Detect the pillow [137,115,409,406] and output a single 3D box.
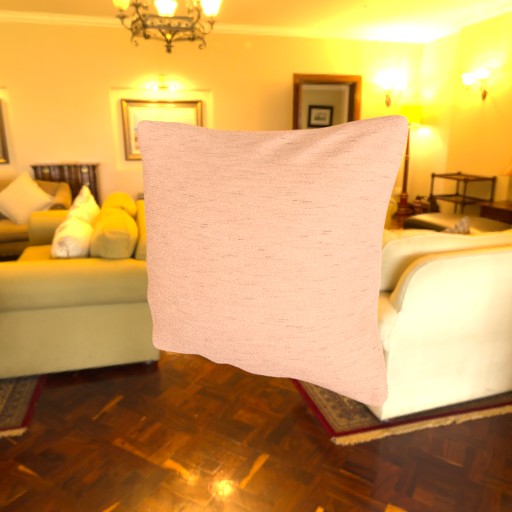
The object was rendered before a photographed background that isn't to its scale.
[{"bbox_3d":[0.000,0.000,0.695,0.432,0.415,0.246,7,17,25],"label":"pillow"}]
